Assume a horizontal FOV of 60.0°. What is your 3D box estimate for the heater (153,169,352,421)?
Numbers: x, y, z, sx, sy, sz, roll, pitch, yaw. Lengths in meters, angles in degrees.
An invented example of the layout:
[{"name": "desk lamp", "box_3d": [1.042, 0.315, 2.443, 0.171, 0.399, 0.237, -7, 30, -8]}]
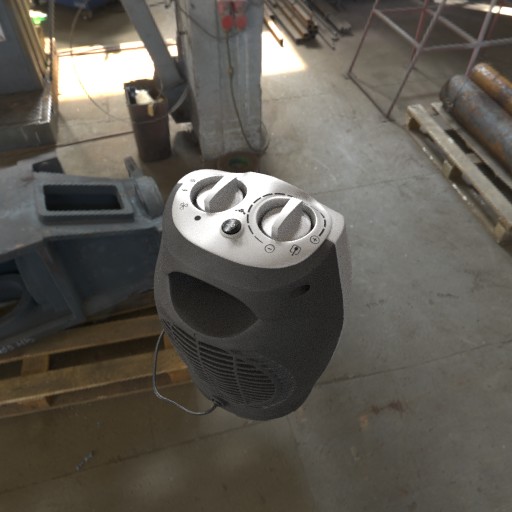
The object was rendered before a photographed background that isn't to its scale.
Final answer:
[{"name": "heater", "box_3d": [0.000, 0.000, 0.481, 0.239, 0.255, 0.291, 23, 51, 20]}]
